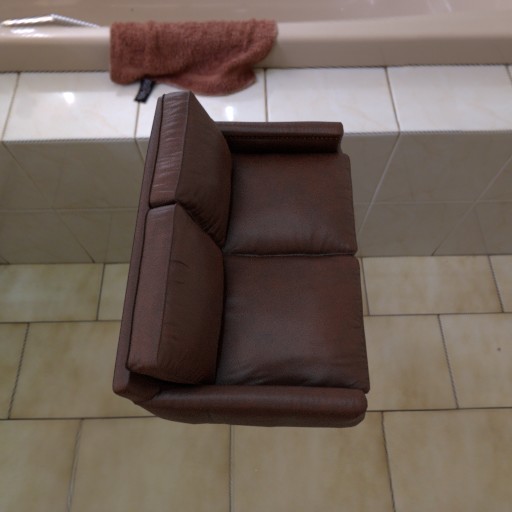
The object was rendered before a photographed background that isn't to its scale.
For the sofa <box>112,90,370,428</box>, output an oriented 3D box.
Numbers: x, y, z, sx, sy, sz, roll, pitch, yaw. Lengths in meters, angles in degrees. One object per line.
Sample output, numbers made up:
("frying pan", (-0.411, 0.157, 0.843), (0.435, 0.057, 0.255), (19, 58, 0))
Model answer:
("sofa", (0.000, 0.000, 2.306), (1.083, 1.003, 1.628), (1, 64, 1))
